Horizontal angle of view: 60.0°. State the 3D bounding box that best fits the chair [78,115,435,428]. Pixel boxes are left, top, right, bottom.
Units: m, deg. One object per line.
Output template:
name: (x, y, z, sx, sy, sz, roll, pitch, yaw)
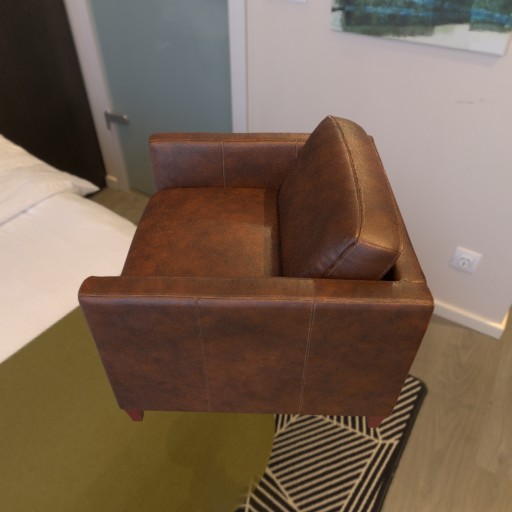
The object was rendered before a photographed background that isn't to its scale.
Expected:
chair: (0.000, 0.000, 1.708, 0.975, 0.864, 0.990, 1, 41, 1)
